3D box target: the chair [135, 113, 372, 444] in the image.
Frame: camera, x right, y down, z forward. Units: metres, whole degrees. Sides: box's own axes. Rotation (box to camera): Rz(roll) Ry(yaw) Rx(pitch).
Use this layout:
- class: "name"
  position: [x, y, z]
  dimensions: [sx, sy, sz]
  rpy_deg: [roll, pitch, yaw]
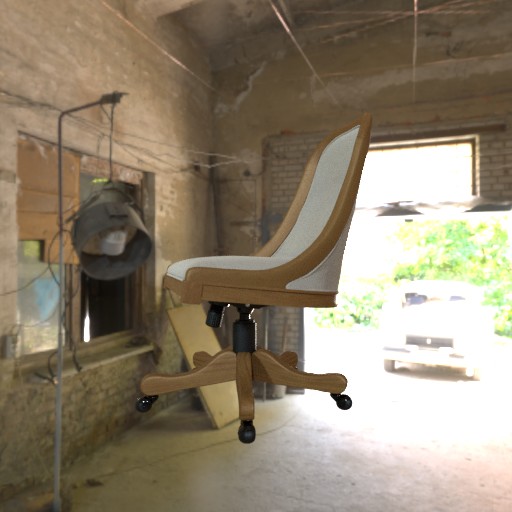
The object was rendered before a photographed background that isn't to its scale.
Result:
- class: "chair"
  position: [0.000, 0.000, 1.542]
  dimensions: [0.811, 1.009, 0.702]
  rpy_deg: [0, 0, -17]
